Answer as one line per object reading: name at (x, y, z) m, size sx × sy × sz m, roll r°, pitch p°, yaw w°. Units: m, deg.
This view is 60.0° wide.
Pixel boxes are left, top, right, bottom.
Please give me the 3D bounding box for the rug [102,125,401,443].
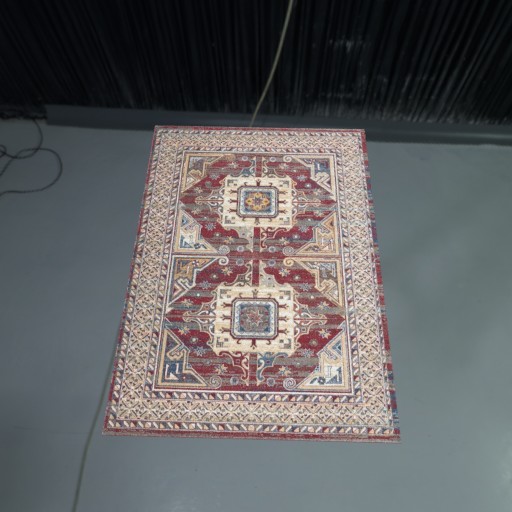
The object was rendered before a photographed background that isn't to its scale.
rug at (0.000, 0.000, 2.878) m, size 1.599 × 0.011 × 2.210 m, roll 1°, pitch 62°, yaw 1°
